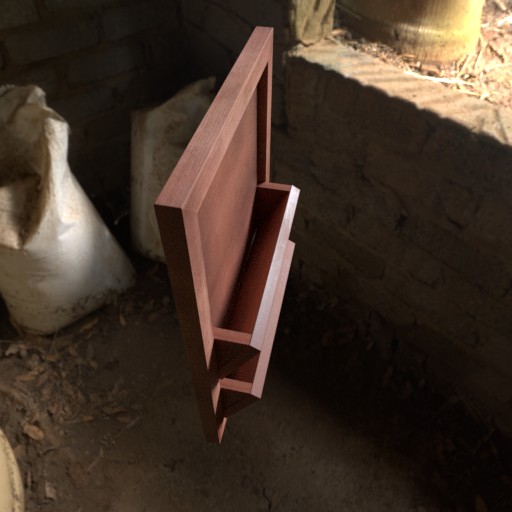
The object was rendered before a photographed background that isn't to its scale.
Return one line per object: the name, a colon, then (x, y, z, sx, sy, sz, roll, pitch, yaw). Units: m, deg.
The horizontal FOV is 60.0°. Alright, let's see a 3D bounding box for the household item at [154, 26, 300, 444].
household item: (0.000, 0.000, 0.532, 0.067, 0.407, 0.310, 9, 48, 8)
